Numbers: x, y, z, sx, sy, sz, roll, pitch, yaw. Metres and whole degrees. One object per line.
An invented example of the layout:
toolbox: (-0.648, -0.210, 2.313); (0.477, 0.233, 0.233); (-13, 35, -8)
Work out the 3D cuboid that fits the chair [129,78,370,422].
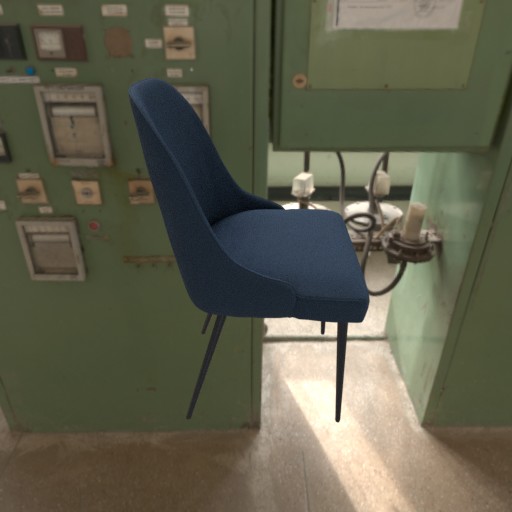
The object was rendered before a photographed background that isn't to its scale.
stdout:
chair: (0.000, 0.000, 1.225); (0.559, 0.896, 0.478); (0, 31, 1)
